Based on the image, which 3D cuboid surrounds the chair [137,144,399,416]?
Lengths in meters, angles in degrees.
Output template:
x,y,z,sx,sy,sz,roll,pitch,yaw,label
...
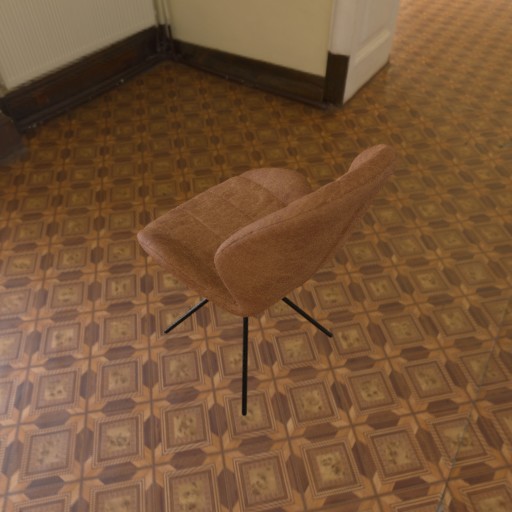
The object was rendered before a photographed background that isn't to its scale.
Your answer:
x,y,z,sx,sy,sz,roll,pitch,yaw,label
0.000,0.000,1.296,0.527,0.929,0.640,-35,56,-28,chair
